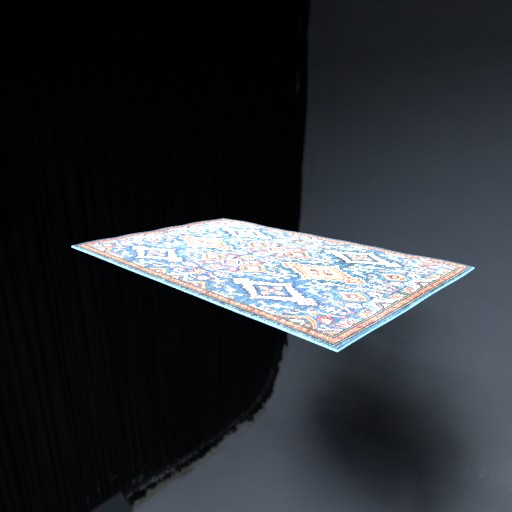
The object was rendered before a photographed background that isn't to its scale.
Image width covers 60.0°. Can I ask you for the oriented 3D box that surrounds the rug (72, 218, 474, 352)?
[{"bbox_3d":[0.000,0.000,2.370,1.847,0.014,1.195,15,21,42],"label":"rug"}]
